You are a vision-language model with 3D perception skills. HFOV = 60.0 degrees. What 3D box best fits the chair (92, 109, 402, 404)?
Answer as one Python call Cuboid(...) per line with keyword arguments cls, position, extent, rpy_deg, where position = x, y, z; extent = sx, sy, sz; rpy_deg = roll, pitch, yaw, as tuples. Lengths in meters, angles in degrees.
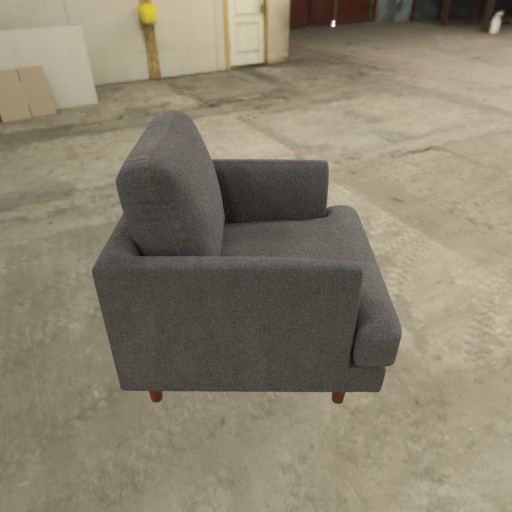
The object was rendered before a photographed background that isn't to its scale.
Cuboid(cls="chair", position=(0.000, 0.000, 1.659), extent=(0.899, 0.957, 0.858), rpy_deg=(0, 33, 0))
